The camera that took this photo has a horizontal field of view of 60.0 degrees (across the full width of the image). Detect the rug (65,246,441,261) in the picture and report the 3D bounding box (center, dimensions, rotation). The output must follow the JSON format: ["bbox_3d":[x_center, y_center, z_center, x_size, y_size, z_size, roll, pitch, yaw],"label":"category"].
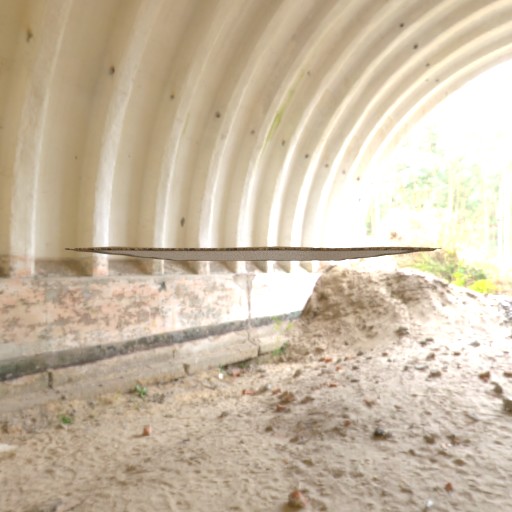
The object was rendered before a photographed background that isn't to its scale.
[{"bbox_3d":[0.000,0.000,2.986,1.529,0.027,2.434,0,-2,1],"label":"rug"}]
